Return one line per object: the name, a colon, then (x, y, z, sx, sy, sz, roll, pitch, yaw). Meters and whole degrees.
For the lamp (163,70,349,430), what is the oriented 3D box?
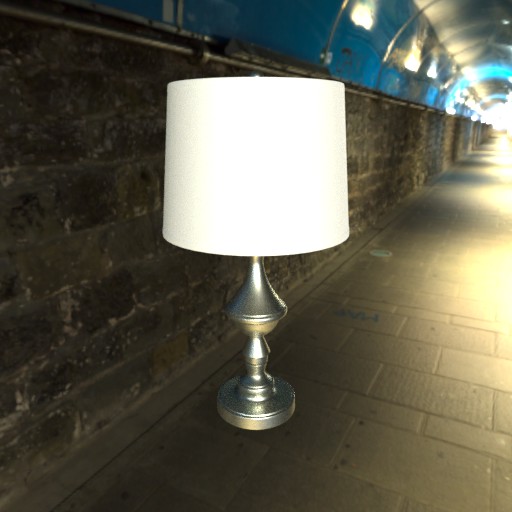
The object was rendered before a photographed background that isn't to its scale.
lamp: (0.000, 0.000, 0.945, 0.383, 0.733, 0.383, 0, 17, 0)
